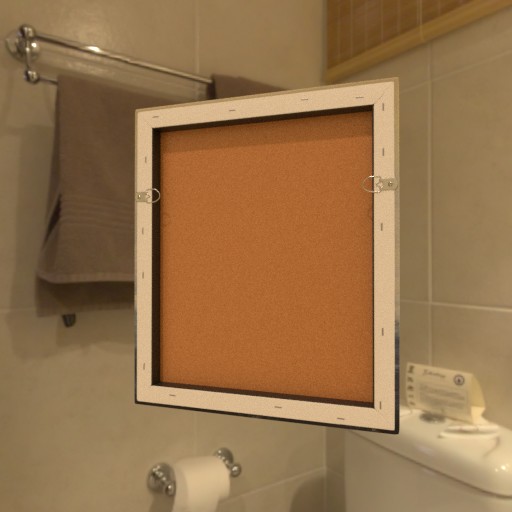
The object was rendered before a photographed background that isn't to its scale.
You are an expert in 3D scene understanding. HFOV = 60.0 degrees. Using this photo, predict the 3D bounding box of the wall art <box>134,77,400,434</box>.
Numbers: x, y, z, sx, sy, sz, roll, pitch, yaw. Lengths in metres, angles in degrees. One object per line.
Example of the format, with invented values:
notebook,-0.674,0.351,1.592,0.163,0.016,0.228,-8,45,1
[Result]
wall art,0.000,0.000,0.987,0.608,0.710,0.041,0,0,18
